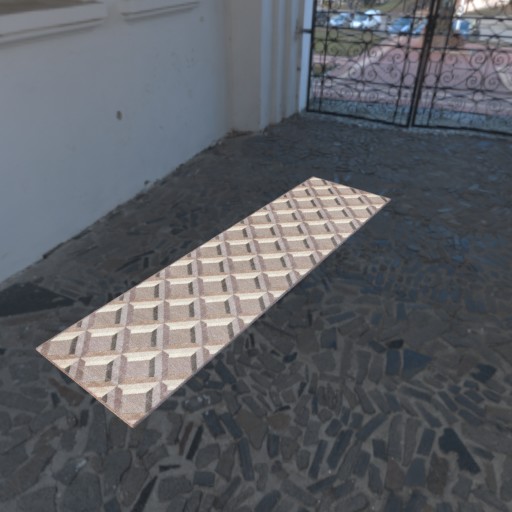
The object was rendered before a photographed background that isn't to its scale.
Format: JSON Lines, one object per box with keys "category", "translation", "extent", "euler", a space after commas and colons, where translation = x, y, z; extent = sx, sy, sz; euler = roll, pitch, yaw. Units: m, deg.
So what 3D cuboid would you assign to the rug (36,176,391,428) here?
{"category": "rug", "translation": [0.000, 0.000, 2.660], "extent": [0.685, 0.013, 2.437], "euler": [23, 40, 30]}
